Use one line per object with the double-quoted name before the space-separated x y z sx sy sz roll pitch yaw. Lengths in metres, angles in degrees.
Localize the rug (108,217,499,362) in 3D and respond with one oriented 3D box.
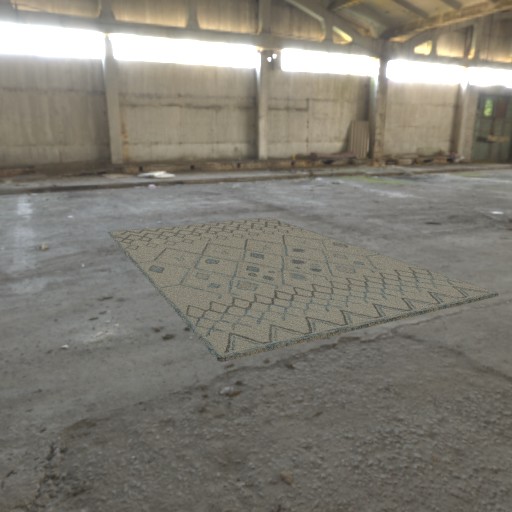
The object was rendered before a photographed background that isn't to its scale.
"rug" 0.000 0.000 2.948 1.524 0.015 2.439 -7 17 -26
